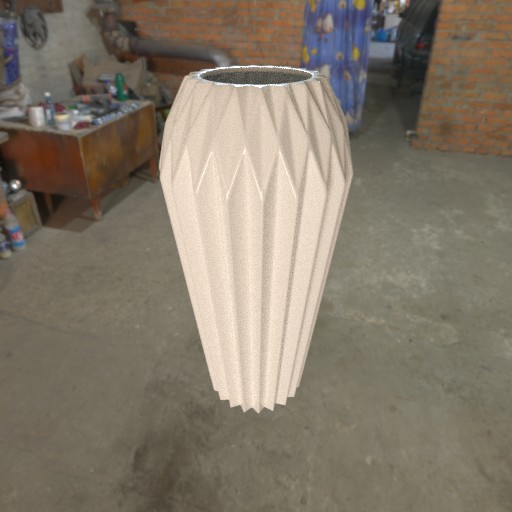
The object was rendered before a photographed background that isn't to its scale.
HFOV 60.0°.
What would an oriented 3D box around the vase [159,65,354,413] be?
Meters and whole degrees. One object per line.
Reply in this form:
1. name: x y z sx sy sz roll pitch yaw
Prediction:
1. vase: 0.000 0.000 0.344 0.133 0.263 0.133 0 31 0
